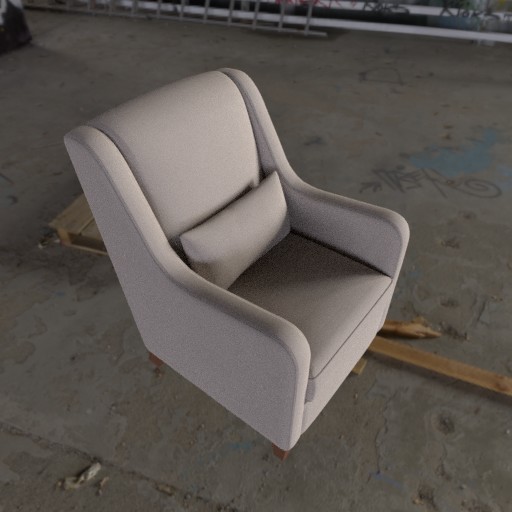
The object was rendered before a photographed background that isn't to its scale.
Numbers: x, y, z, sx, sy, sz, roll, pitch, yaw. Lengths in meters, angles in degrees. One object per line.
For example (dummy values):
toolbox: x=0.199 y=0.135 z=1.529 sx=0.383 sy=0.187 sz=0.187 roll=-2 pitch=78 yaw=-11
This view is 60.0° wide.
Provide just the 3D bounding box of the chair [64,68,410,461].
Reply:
chair: x=0.000 y=0.000 z=1.575 sx=0.863 sy=1.010 sz=0.715 roll=28 pitch=49 yaw=28
